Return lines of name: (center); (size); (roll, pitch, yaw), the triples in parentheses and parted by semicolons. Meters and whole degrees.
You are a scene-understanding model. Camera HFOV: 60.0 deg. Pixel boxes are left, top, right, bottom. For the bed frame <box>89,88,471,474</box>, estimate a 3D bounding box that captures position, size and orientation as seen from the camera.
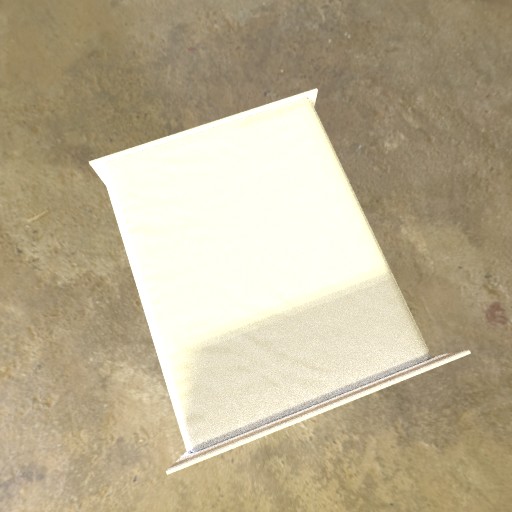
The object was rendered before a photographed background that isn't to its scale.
bed frame: (0.000, 0.000, 2.973); (1.720, 0.800, 2.060); (-20, 75, -6)
